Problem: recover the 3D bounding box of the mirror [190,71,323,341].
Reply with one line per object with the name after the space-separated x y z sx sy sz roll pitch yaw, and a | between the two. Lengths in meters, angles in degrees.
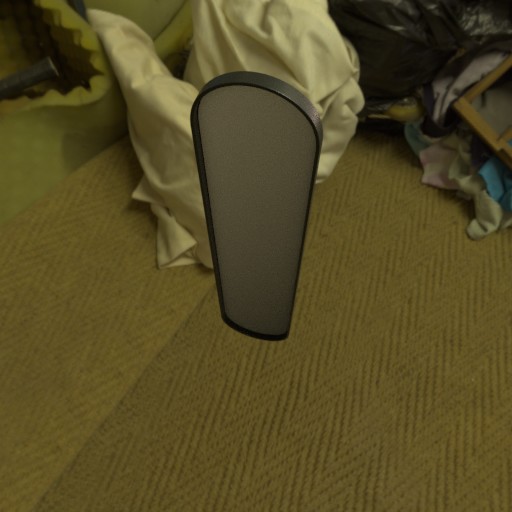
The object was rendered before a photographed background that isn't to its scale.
0.000 0.000 1.071 0.222 0.991 0.032 14 59 9 | mirror
